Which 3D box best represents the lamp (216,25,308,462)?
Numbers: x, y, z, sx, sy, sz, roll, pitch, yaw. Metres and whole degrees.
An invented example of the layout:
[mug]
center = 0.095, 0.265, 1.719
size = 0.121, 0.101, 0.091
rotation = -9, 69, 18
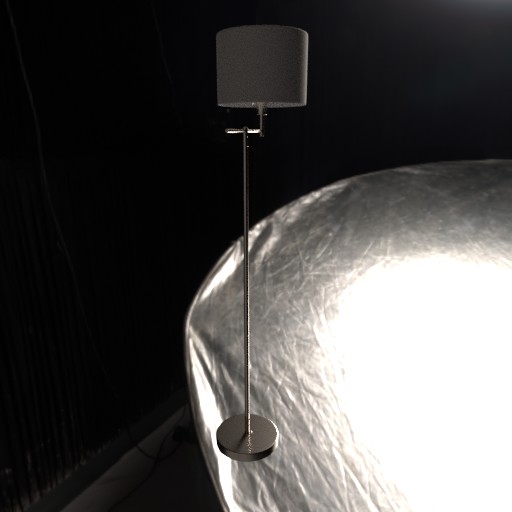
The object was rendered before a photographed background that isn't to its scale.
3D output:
[lamp]
center = 0.000, 0.000, 1.747
size = 0.324, 1.600, 0.416
rotation = 8, 18, 27
